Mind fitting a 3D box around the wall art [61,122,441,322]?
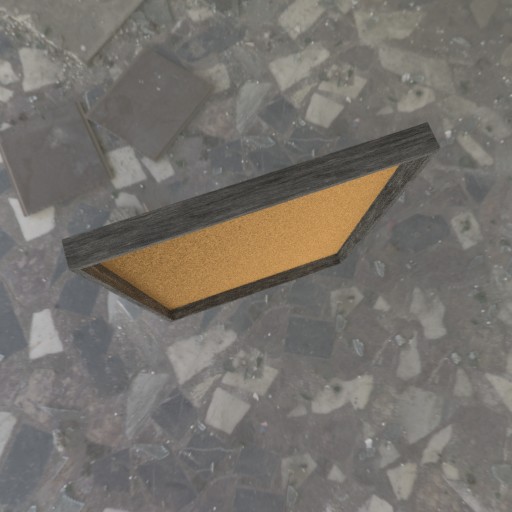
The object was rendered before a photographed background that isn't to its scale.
[{"bbox_3d":[0.000,0.000,1.358,0.762,1.016,0.063,-19,77,-5],"label":"wall art"}]
